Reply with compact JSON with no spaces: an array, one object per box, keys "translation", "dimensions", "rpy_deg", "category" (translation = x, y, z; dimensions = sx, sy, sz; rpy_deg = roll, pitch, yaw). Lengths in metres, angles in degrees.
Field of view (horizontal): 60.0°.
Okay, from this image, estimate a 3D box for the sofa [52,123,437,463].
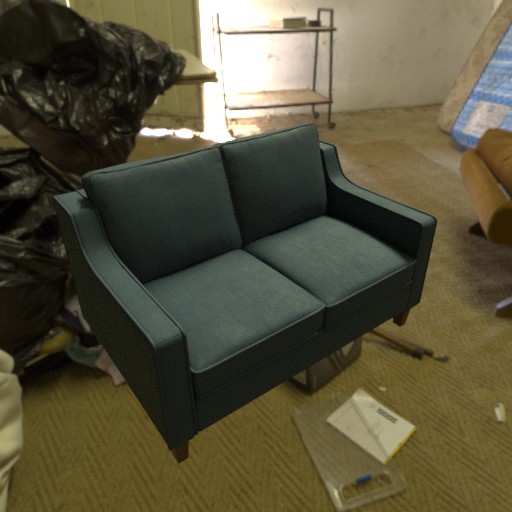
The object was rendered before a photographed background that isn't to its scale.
[{"translation":[0.000,0.000,2.153],"dimensions":[1.501,0.971,0.987],"rpy_deg":[-21,37,-31],"category":"sofa"}]
